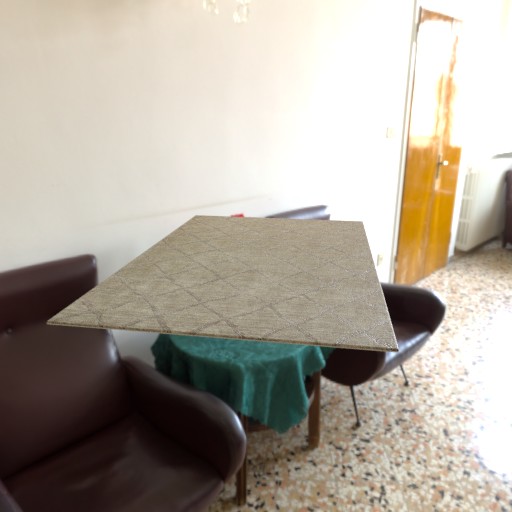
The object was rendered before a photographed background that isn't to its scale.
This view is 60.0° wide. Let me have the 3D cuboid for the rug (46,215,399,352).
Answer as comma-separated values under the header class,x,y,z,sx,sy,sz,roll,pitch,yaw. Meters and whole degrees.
class,x,y,z,sx,sy,sz,roll,pitch,yaw
rug,0.000,0.000,2.934,1.521,0.015,2.280,3,18,9
